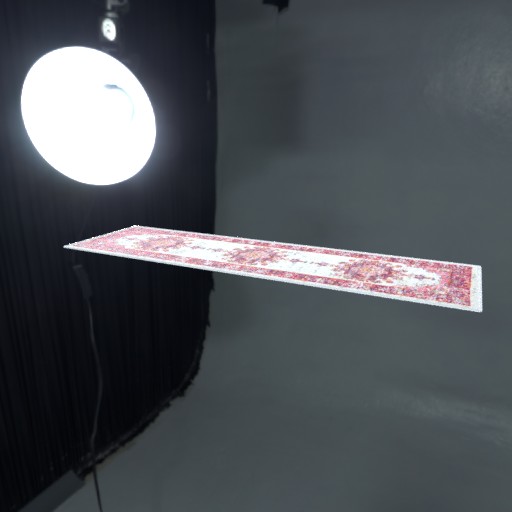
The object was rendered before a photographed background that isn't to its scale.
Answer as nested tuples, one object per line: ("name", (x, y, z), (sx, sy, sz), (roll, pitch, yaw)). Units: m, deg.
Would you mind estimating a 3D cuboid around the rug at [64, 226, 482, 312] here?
("rug", (0.000, 0.000, 2.507), (2.294, 0.011, 0.666), (8, 18, 25))
